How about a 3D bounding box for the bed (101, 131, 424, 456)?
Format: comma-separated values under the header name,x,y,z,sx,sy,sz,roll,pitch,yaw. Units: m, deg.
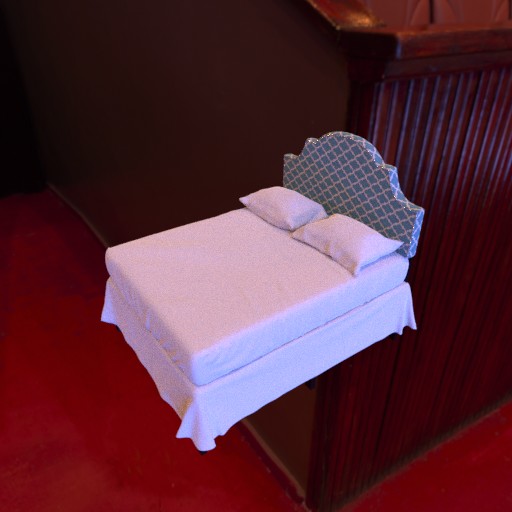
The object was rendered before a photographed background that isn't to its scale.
name,x,y,z,sx,sy,sz,roll,pitch,yaw
bed,0.000,0.000,3.544,2.222,1.633,1.780,-20,37,-30
